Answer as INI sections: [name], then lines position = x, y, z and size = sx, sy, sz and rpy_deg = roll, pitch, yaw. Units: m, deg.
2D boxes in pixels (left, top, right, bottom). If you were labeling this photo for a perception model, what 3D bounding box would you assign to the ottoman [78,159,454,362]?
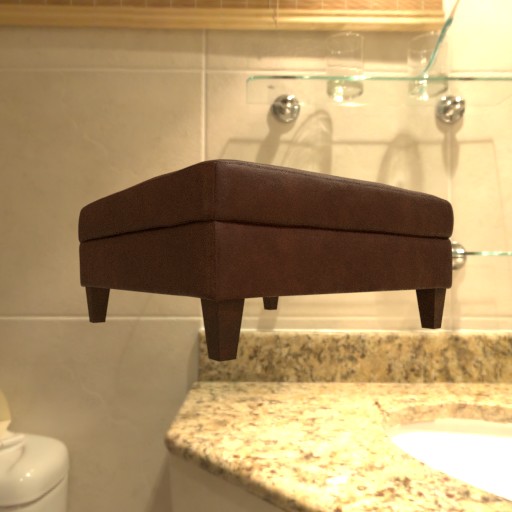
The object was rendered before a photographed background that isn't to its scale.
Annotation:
[ottoman]
position = 0.000, 0.000, 1.337
size = 0.836, 0.415, 0.844
rpy_deg = 1, -2, -37
